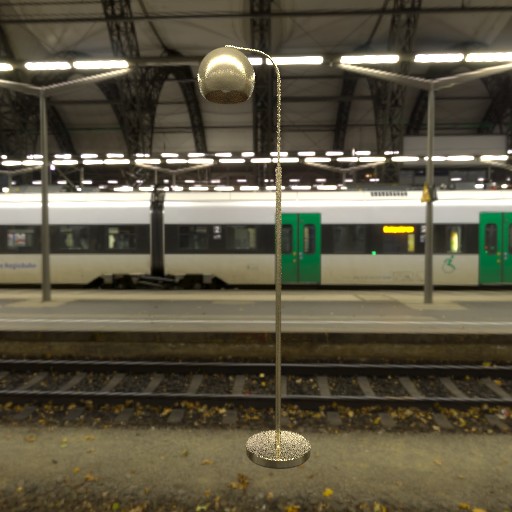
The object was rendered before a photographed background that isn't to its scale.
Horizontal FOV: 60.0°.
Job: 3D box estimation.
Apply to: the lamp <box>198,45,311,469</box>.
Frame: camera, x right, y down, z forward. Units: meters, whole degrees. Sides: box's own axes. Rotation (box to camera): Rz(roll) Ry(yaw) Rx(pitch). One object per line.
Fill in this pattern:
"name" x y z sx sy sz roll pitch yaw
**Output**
"lamp" 0.000 0.000 1.661 0.431 1.526 0.250 -1 2 -19
